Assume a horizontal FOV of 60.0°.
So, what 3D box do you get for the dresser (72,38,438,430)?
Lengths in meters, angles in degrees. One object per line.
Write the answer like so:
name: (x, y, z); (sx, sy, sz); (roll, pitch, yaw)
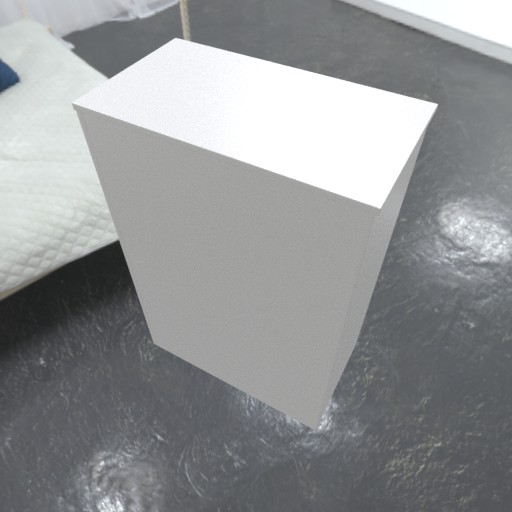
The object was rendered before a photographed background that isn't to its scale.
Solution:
dresser: (0.000, 0.000, 1.356); (0.704, 1.021, 0.401); (23, 52, 19)
